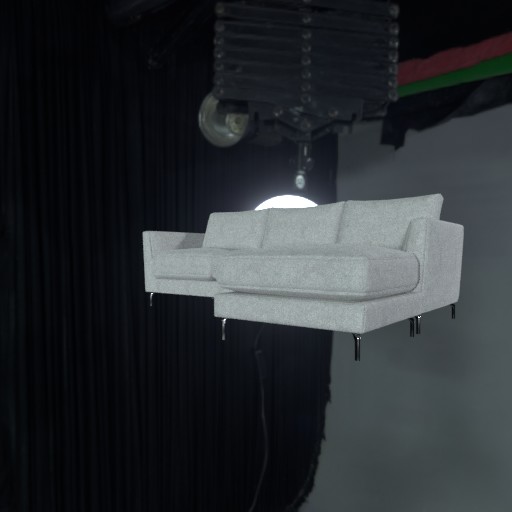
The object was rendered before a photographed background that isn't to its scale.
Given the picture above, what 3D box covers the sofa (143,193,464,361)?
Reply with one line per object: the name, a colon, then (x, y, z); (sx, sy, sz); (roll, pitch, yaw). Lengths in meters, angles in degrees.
sofa: (0.000, 0.000, 3.150); (2.438, 0.864, 1.626); (0, 0, 38)
